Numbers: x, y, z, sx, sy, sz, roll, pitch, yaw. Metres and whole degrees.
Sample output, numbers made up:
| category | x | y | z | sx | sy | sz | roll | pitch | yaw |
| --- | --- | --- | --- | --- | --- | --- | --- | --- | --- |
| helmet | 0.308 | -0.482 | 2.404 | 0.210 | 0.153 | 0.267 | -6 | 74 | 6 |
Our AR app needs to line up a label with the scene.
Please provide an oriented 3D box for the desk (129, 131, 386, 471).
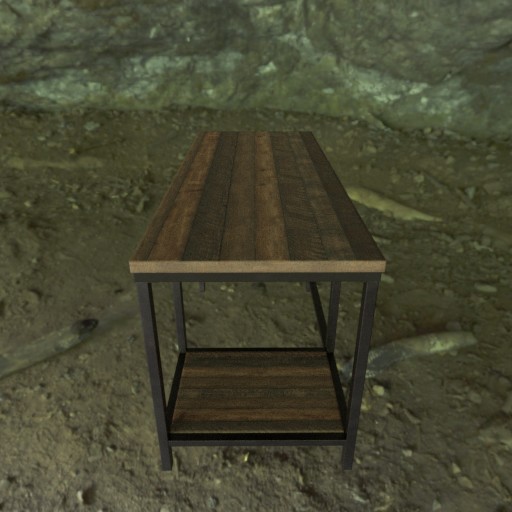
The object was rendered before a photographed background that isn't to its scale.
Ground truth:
| category | x | y | z | sx | sy | sz | roll | pitch | yaw |
| --- | --- | --- | --- | --- | --- | --- | --- | --- | --- |
| desk | 0.000 | 0.000 | 1.919 | 0.617 | 0.753 | 1.538 | 0 | 27 | 0 |
